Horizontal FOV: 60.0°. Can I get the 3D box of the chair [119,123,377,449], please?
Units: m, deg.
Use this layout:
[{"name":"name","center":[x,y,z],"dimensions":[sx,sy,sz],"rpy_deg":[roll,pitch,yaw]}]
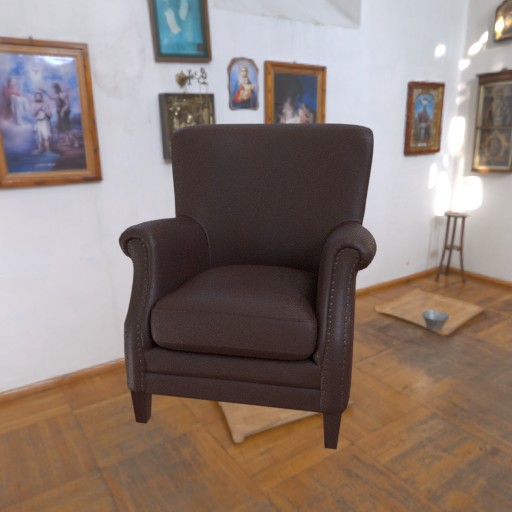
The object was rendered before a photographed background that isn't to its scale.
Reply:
[{"name":"chair","center":[0.000,0.000,1.357],"dimensions":[0.700,0.800,0.746],"rpy_deg":[3,15,10]}]
